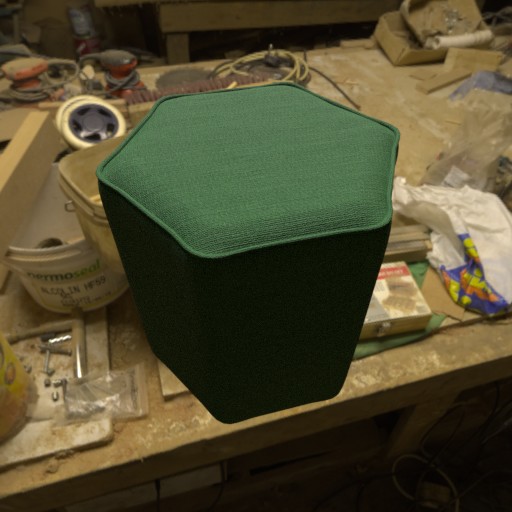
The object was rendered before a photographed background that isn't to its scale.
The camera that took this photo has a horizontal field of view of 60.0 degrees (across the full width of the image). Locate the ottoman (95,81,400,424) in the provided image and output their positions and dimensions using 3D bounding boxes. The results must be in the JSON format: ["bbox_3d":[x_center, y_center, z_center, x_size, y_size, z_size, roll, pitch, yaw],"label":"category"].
[{"bbox_3d":[0.000,0.000,0.871,0.499,0.507,0.444,-11,47,-10],"label":"ottoman"}]
